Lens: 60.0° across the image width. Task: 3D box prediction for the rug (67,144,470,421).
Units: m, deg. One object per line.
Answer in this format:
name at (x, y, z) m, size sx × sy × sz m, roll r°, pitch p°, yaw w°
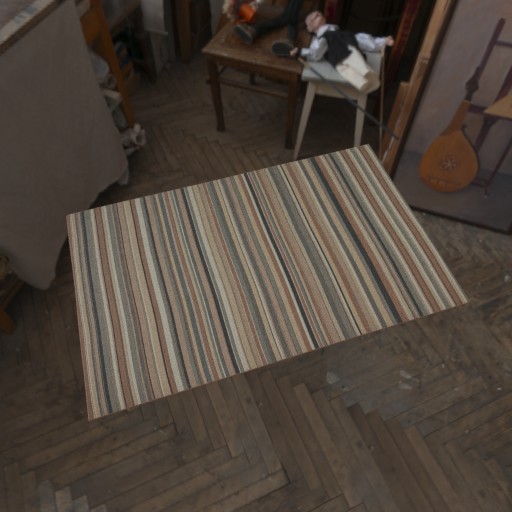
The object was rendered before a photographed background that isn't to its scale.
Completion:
rug at (0.000, 0.000, 3.062) m, size 2.438 × 0.014 × 1.523 m, roll -15°, pitch 58°, yaw -9°
